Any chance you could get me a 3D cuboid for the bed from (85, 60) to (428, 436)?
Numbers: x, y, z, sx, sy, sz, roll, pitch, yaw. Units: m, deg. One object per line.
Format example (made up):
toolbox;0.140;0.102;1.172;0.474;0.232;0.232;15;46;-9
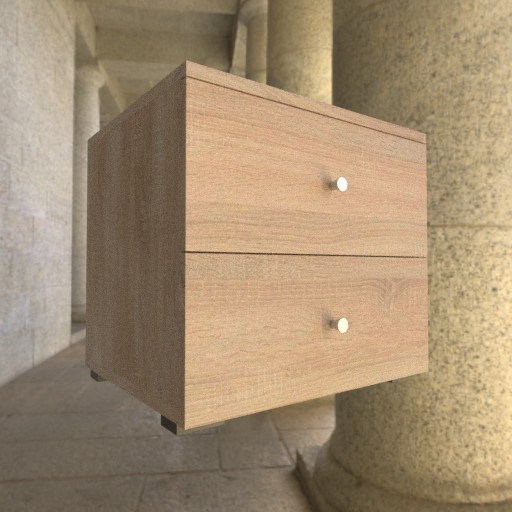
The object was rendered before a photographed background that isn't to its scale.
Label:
bed;0.000;0.000;0.768;0.460;0.420;0.401;1;-2;-36
